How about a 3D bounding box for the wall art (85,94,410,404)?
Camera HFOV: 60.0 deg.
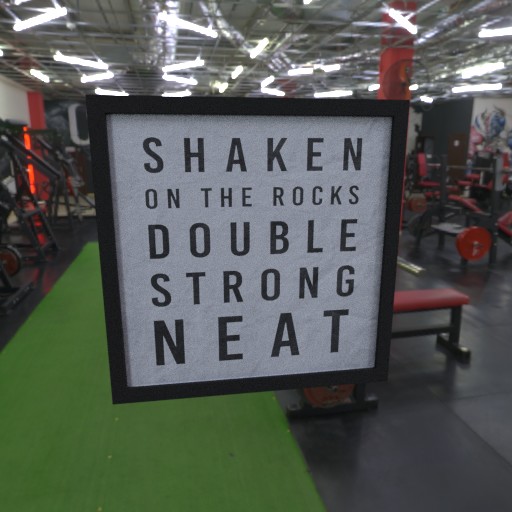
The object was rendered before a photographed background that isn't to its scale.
[{"bbox_3d":[0.000,0.000,0.678,0.456,0.458,0.013,-2,14,-9],"label":"wall art"}]
